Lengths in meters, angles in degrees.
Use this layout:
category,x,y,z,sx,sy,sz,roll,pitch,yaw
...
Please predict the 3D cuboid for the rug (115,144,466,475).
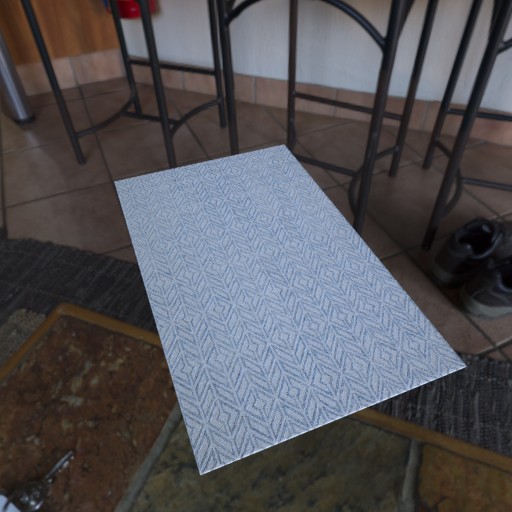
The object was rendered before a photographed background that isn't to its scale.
category,x,y,z,sx,sy,sz,roll,pitch,yaw
rug,0.000,0.000,3.039,1.526,0.008,2.441,-16,48,-15
